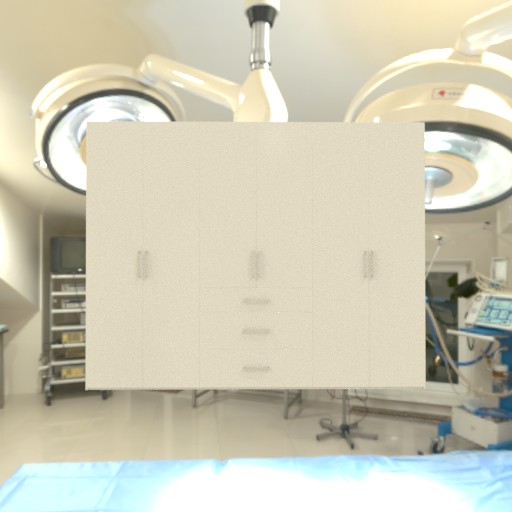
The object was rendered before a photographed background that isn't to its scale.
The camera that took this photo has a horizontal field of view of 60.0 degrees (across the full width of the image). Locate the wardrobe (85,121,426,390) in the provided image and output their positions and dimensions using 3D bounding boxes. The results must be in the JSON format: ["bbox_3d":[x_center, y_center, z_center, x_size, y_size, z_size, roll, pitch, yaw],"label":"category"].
[{"bbox_3d":[0.000,0.000,4.142,3.000,2.360,0.580,0,-1,-1],"label":"wardrobe"}]
